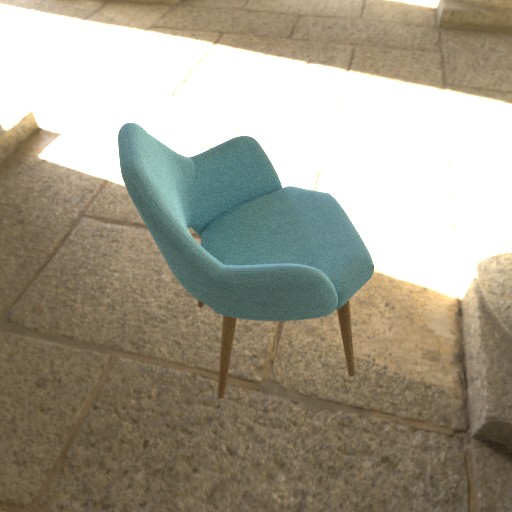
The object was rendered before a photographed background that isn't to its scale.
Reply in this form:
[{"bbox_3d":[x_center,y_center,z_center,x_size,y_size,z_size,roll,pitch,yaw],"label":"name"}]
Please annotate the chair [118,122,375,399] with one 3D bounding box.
[{"bbox_3d":[0.000,0.000,1.293,0.610,0.840,0.590,-11,48,-10],"label":"chair"}]
